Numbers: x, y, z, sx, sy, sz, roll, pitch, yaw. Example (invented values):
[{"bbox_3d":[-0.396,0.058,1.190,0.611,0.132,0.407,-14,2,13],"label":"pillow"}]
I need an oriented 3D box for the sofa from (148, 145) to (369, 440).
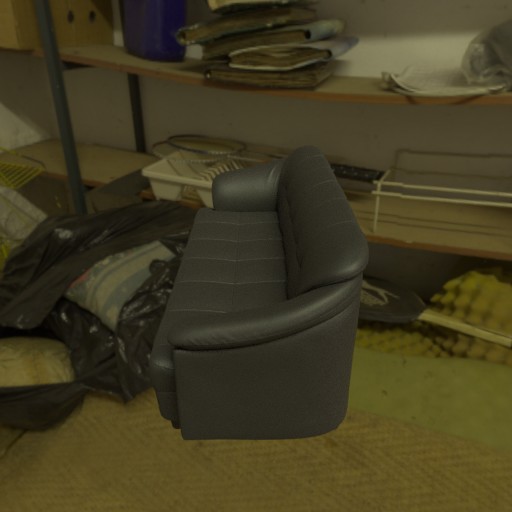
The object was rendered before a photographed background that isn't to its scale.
[{"bbox_3d":[0.000,0.000,2.286,0.800,0.811,1.829,0,27,0],"label":"sofa"}]
